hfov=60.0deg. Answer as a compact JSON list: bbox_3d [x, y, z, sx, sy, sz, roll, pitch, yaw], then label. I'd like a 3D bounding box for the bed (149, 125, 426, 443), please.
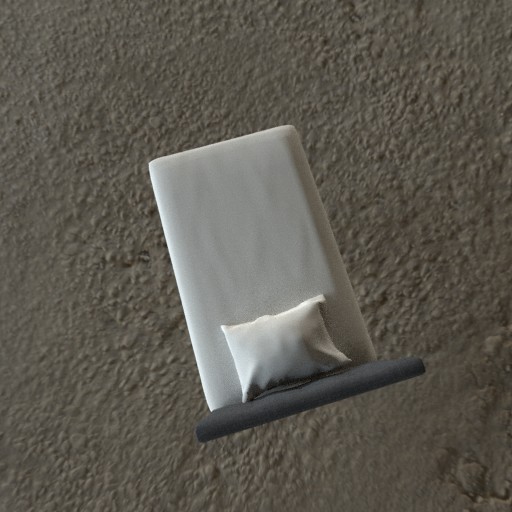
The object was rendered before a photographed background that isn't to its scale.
[{"bbox_3d":[0.000,0.000,3.066,1.261,1.571,1.997,-16,76,-4],"label":"bed"}]
